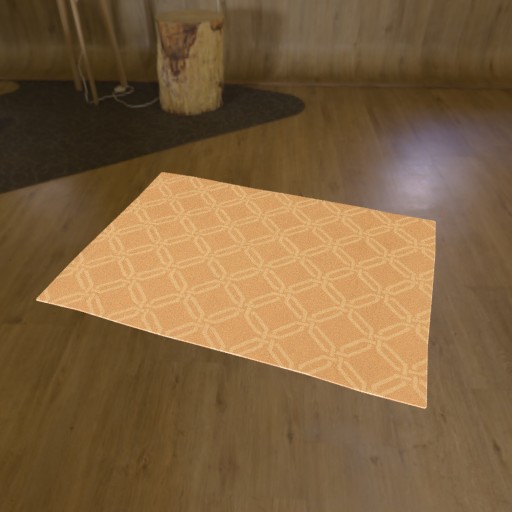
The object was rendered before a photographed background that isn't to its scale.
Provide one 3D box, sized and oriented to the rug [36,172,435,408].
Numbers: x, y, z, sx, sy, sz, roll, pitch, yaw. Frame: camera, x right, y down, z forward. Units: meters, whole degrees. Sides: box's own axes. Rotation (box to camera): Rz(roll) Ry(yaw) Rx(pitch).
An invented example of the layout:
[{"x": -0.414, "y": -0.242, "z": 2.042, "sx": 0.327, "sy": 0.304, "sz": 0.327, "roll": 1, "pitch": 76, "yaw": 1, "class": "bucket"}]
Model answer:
[{"x": 0.000, "y": 0.000, "z": 2.788, "sx": 2.135, "sy": 0.013, "sz": 1.524, "roll": 12, "pitch": 42, "yaw": 14, "class": "rug"}]
